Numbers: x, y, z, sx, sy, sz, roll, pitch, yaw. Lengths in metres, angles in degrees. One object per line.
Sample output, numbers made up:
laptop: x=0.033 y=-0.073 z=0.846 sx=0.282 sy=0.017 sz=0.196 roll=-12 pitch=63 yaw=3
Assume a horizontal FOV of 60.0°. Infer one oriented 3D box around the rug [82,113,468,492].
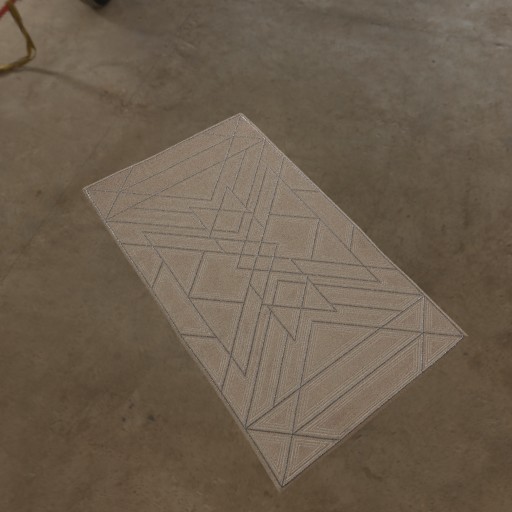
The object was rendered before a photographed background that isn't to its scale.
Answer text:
rug: x=0.000 y=0.000 z=1.058 sx=0.511 sy=0.008 sz=0.869 roll=-31 pitch=63 yaw=-18
